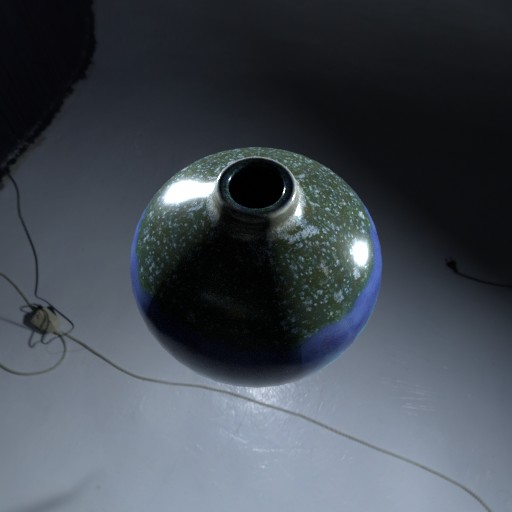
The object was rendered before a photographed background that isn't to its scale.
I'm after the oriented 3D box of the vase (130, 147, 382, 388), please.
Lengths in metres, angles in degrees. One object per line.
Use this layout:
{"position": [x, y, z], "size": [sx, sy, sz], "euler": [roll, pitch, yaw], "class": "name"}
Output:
{"position": [0.000, 0.000, 0.273], "size": [0.154, 0.133, 0.154], "euler": [0, 59, 0], "class": "vase"}
